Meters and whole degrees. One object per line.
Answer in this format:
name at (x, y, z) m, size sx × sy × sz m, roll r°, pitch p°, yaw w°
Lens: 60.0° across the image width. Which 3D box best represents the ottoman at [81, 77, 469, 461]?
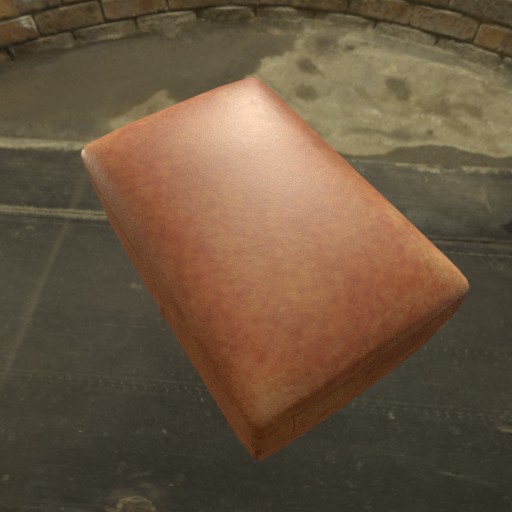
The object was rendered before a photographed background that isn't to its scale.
ottoman at (0.000, 0.000, 1.164) m, size 0.565 × 0.507 × 0.852 m, roll -29°, pitch 62°, yaw -17°
